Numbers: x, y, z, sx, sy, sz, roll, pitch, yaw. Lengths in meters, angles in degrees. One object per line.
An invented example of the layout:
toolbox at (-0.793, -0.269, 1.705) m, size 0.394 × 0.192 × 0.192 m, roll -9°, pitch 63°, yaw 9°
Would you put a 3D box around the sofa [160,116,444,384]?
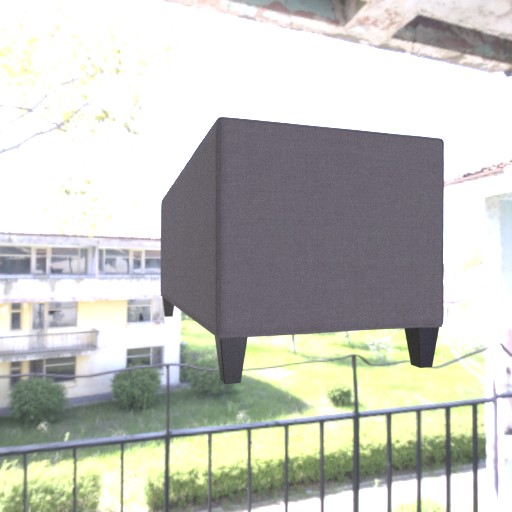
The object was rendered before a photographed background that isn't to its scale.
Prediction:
sofa at (0.000, 0.000, 2.194) m, size 0.775 × 0.762 × 1.778 m, roll 0°, pitch -1°, yaw -17°
